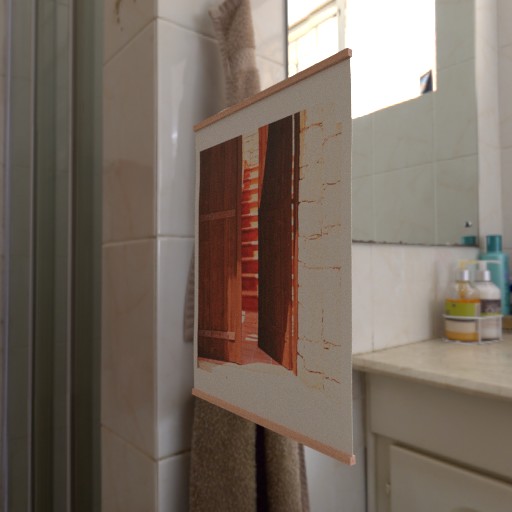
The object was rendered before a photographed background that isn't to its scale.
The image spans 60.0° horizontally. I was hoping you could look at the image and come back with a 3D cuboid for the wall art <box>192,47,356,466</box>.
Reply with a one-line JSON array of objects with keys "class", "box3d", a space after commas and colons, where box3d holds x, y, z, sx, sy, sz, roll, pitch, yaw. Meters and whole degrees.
[{"class": "wall art", "box3d": [0.000, 0.000, 1.371, 0.020, 1.013, 0.758, 1, -2, -38]}]
